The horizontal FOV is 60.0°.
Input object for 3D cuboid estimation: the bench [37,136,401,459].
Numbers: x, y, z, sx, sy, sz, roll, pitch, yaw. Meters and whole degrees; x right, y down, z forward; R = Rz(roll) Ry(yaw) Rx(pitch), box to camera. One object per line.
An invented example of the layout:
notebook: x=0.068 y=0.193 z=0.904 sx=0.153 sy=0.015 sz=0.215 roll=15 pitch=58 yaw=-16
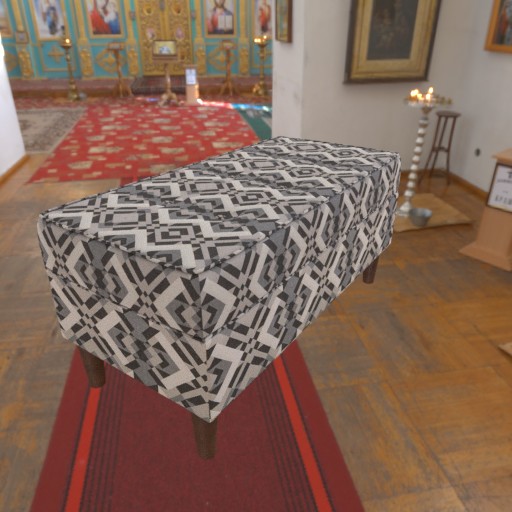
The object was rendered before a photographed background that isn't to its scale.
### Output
bench: x=0.000 y=0.000 z=1.294 sx=0.492 sy=0.477 sz=1.016 roll=17 pitch=32 yaw=31
